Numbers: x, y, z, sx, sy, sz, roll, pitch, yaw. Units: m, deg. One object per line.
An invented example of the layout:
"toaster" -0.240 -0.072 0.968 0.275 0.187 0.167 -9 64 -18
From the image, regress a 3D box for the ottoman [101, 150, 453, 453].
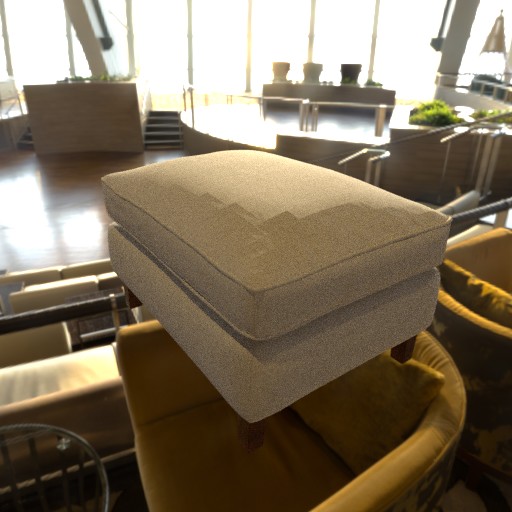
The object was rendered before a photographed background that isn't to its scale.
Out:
"ottoman" 0.000 0.000 0.997 0.501 0.406 0.665 -17 31 -31
